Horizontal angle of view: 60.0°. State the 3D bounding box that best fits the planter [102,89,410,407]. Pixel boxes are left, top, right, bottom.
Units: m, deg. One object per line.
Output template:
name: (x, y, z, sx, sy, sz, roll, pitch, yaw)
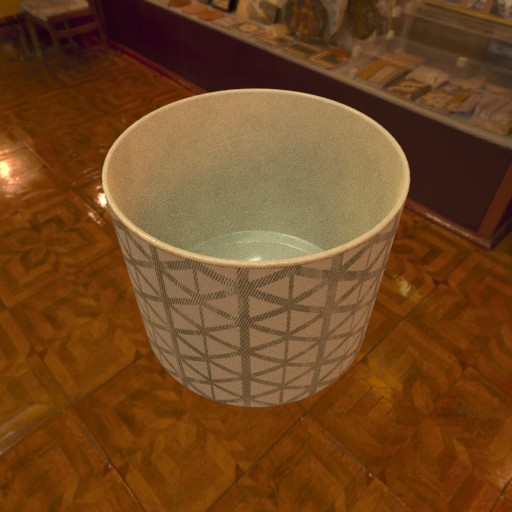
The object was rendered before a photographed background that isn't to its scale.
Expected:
planter: (0.000, 0.000, 0.345, 0.190, 0.181, 0.190, 0, 46, 0)
